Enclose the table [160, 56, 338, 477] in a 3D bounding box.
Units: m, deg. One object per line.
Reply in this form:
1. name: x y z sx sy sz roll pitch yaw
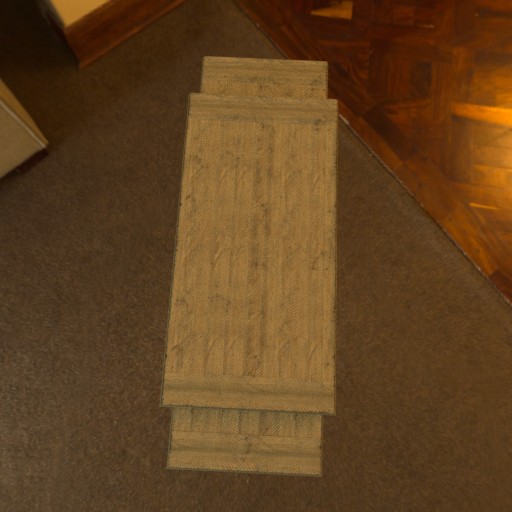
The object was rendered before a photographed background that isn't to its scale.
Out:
1. table: 0.000 0.000 1.537 0.489 0.427 1.312 3 77 1
